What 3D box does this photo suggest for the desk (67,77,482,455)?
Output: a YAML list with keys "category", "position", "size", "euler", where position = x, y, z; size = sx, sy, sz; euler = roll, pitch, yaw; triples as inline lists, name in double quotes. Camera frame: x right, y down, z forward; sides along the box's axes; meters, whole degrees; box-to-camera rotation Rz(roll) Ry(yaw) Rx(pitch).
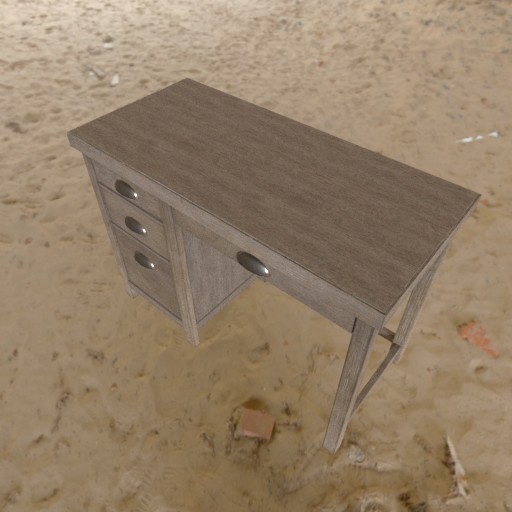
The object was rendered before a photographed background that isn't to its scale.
- category: "desk"
  position: [0.000, 0.000, 1.799]
  size: [1.289, 0.912, 0.610]
  euler: [31, 53, 27]
